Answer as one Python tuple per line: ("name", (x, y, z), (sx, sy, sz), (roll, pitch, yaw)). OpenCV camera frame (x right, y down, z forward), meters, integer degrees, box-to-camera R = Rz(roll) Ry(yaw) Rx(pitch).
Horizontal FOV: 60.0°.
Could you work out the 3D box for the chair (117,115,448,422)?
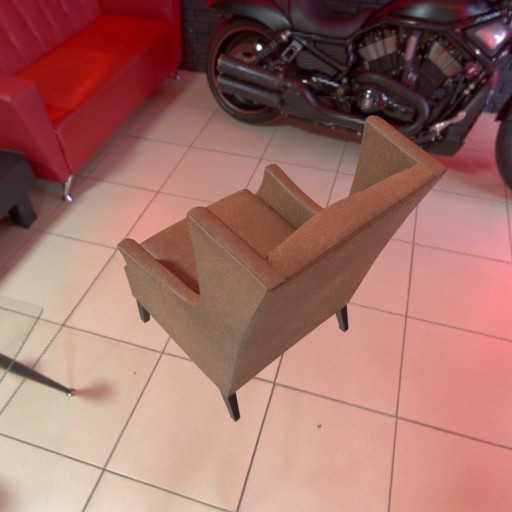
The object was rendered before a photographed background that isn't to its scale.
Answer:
("chair", (0.000, 0.000, 1.733), (0.815, 1.088, 0.913), (-32, 55, -26))
